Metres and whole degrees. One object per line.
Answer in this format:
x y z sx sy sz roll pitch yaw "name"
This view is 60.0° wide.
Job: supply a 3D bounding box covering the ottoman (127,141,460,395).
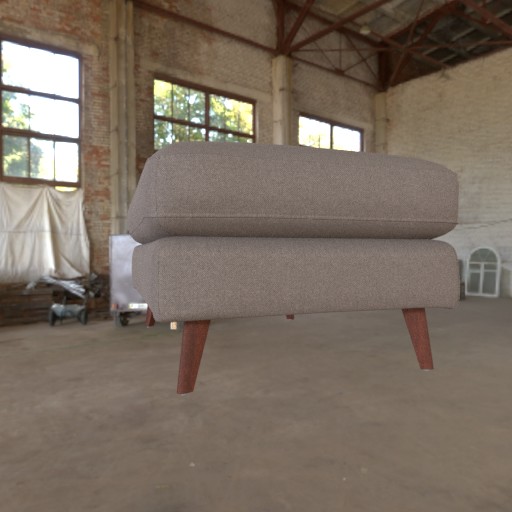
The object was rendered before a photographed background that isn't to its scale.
0.000 0.000 1.127 0.608 0.449 0.811 0 0 -18 "ottoman"
